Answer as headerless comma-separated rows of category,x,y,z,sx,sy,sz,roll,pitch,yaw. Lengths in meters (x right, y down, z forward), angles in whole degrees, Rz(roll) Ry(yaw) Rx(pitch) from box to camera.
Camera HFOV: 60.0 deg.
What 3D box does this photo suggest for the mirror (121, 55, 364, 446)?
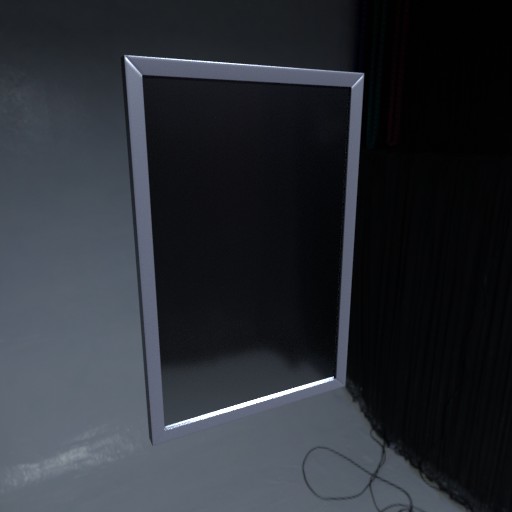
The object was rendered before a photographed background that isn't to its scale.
mirror,0.000,0.000,1.152,0.609,0.915,0.040,-8,17,-26
